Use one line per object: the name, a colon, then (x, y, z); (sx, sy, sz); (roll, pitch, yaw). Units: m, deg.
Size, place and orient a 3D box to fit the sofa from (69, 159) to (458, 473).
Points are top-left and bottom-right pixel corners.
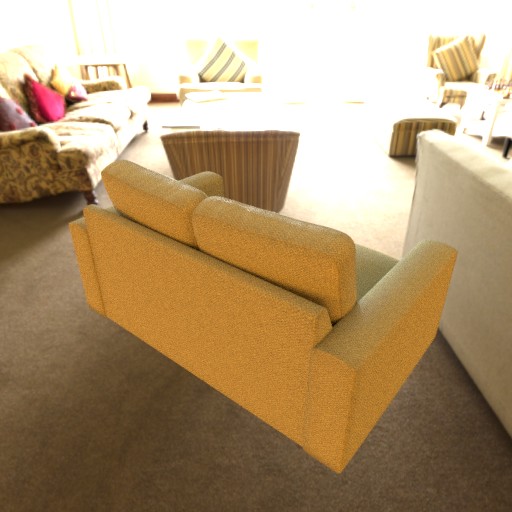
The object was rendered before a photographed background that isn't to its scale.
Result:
sofa: (0.000, 0.000, 2.185); (1.616, 0.873, 1.016); (23, 38, 33)
